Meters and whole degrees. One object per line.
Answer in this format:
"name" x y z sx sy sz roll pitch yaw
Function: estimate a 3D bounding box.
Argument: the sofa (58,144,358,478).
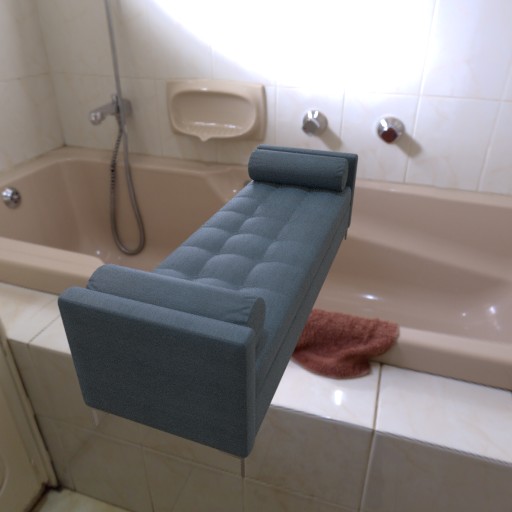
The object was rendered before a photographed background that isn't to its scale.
"sofa" 0.000 0.000 2.311 0.686 0.635 1.981 10 31 18
